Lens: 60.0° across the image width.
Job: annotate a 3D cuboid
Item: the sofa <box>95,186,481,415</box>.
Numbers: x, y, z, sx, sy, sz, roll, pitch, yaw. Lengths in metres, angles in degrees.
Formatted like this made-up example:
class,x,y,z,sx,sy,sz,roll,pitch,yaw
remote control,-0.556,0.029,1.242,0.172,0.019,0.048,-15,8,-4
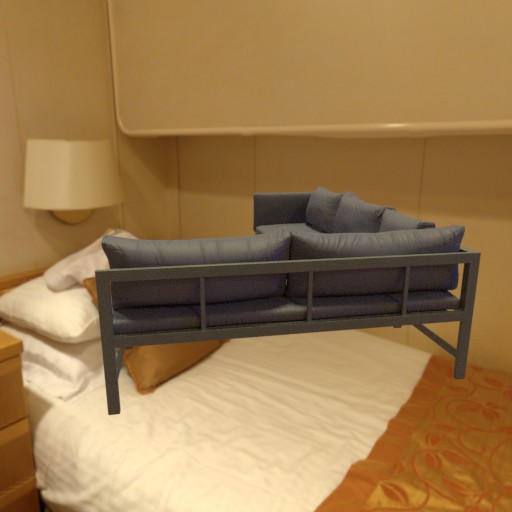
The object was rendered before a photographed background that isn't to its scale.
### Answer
class,x,y,z,sx,sy,sz,roll,pitch,yaw
sofa,0.000,0.000,2.928,1.658,0.762,2.149,-3,15,-10
